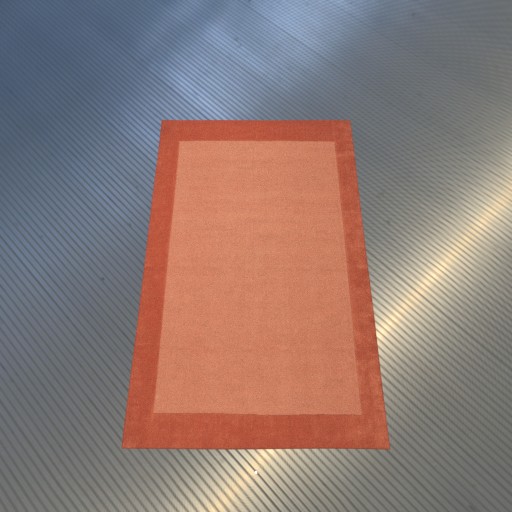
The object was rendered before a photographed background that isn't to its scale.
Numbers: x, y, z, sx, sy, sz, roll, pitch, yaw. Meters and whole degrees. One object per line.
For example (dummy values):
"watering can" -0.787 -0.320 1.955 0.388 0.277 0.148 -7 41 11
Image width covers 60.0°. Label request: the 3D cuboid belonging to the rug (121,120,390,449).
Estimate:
"rug" 0.000 0.000 3.045 1.524 0.014 2.438 0 64 0
